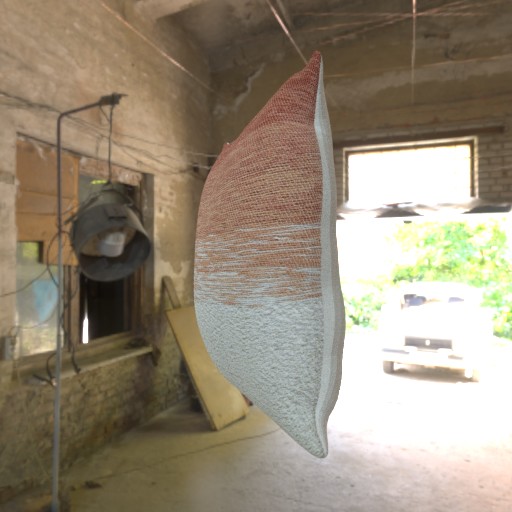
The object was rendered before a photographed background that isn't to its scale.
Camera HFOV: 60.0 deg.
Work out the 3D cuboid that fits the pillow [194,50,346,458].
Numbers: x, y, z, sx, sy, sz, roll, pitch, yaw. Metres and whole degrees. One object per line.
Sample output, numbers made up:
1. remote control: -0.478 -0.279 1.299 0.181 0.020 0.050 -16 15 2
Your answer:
1. pillow: 0.000 0.000 0.666 0.182 0.441 0.440 0 0 -17
